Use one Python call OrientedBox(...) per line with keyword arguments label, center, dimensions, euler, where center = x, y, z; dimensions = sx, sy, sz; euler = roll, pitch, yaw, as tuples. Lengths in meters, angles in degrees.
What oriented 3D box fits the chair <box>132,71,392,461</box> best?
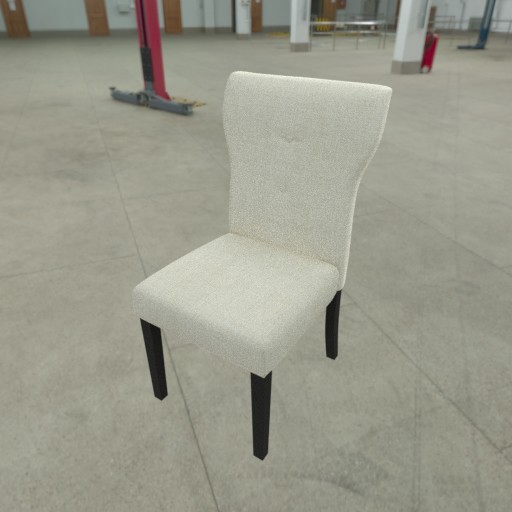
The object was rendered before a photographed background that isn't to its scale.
OrientedBox(label="chair", center=(0.000, 0.000, 1.299), dimensions=(0.509, 0.921, 0.597), euler=(18, 35, 29))
